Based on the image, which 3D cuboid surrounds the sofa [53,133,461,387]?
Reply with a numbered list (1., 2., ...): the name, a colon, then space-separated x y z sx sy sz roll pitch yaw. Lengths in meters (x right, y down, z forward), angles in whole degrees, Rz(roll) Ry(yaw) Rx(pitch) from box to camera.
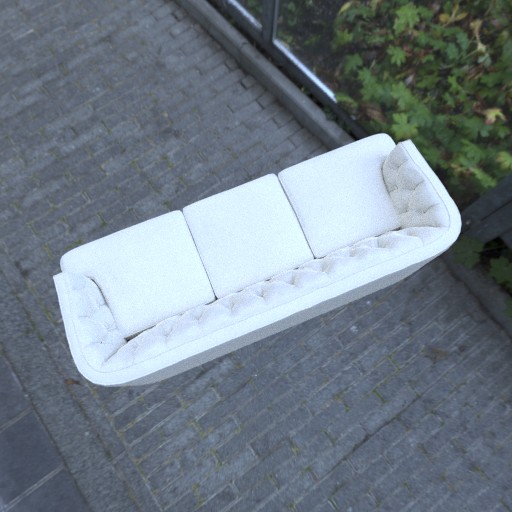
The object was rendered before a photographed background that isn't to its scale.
1. sofa: 0.000 0.000 2.767 2.278 0.855 0.941 -22 76 -6
